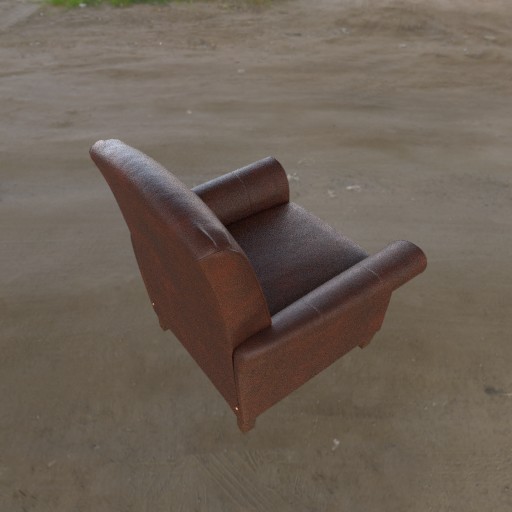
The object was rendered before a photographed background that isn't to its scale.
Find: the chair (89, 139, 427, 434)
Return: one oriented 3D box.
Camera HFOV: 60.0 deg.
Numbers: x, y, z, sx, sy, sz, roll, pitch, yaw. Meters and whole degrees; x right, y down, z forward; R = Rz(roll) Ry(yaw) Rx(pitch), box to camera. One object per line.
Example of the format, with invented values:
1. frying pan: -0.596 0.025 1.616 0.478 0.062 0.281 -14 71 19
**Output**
1. chair: 0.000 0.000 1.796 0.902 1.061 0.978 -26 47 -27
